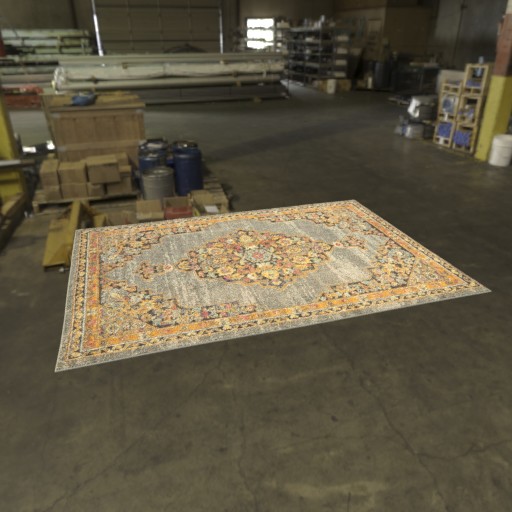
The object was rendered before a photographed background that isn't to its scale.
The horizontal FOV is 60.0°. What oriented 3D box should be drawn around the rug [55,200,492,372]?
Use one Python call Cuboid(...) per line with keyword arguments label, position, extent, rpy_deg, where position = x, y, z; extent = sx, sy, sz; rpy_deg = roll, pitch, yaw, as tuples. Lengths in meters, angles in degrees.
Cuboid(label="rug", position=(0.000, 0.000, 3.852), extent=(3.063, 0.024, 2.158), rpy_deg=(-8, 28, -15))
